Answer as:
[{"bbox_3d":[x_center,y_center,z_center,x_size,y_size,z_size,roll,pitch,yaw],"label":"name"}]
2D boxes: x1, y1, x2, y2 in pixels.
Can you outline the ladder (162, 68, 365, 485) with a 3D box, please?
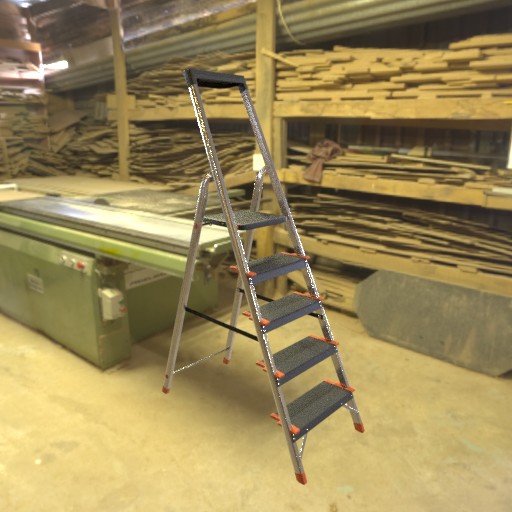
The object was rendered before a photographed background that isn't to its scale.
[{"bbox_3d":[0.000,0.000,2.076,0.995,1.646,0.480,14,20,42],"label":"ladder"}]
